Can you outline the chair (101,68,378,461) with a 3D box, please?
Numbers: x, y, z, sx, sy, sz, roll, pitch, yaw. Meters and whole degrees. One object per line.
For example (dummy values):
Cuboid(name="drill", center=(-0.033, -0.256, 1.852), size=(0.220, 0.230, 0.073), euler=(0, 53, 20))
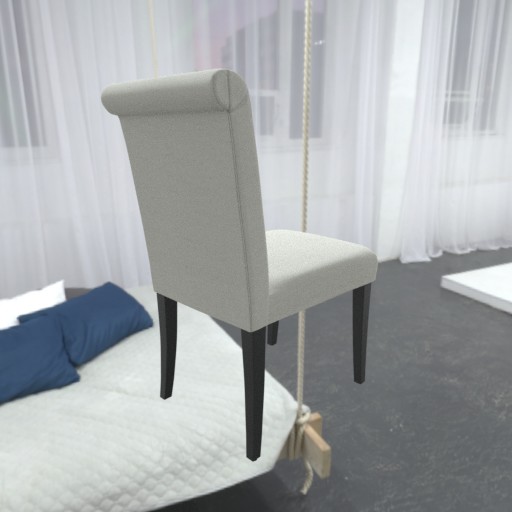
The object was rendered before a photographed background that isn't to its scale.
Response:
Cuboid(name="chair", center=(0.000, 0.000, 1.360), size=(0.452, 0.976, 0.708), euler=(15, 21, 42))
